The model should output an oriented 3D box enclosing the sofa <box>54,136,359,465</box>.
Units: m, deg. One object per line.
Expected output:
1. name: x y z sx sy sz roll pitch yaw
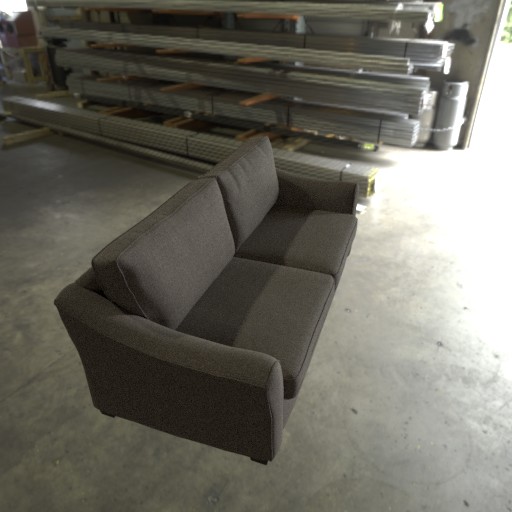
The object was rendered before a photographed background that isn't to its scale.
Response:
1. sofa: 0.000 0.000 2.715 1.013 0.976 2.203 10 32 17
